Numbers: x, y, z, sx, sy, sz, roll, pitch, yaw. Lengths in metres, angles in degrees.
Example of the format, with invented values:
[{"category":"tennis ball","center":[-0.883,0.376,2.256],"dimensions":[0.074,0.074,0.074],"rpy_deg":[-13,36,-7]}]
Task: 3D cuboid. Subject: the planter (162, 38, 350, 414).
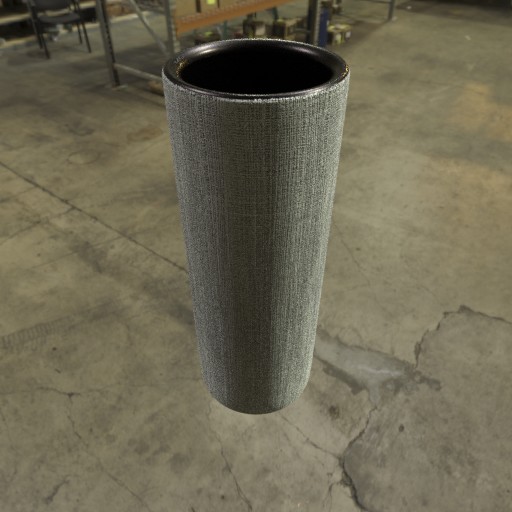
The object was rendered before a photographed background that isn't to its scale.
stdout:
[{"category":"planter","center":[0.000,0.000,0.323],"dimensions":[0.100,0.270,0.100],"rpy_deg":[26,47,28]}]
